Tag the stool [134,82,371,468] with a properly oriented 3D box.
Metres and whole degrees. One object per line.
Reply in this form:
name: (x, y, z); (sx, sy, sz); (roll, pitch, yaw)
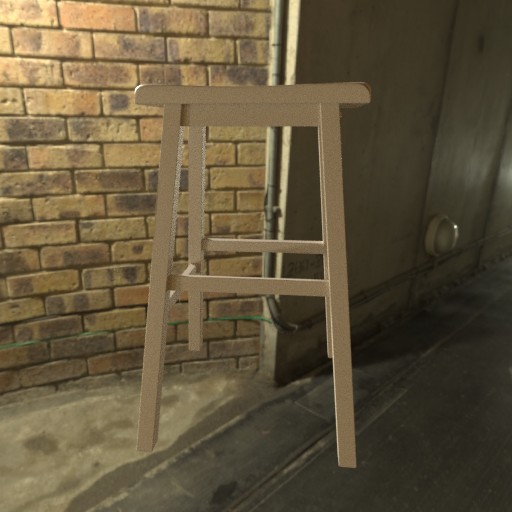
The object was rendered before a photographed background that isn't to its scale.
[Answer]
stool: (0.000, 0.000, 1.038); (0.457, 0.737, 0.476); (2, 16, 6)
